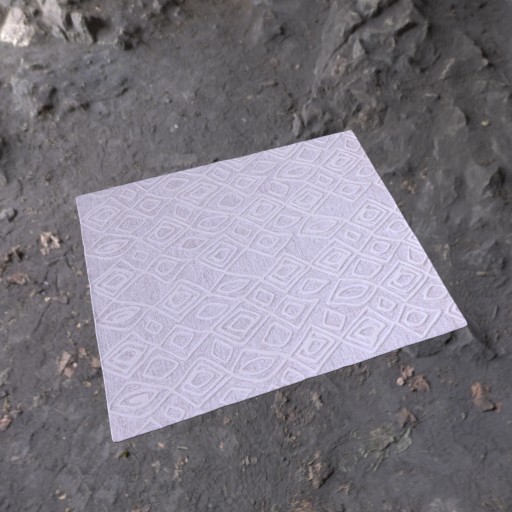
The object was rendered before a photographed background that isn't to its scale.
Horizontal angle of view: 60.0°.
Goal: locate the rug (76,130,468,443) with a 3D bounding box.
[{"bbox_3d":[0.000,0.000,4.138,3.049,0.025,2.449,-16,61,-9],"label":"rug"}]
